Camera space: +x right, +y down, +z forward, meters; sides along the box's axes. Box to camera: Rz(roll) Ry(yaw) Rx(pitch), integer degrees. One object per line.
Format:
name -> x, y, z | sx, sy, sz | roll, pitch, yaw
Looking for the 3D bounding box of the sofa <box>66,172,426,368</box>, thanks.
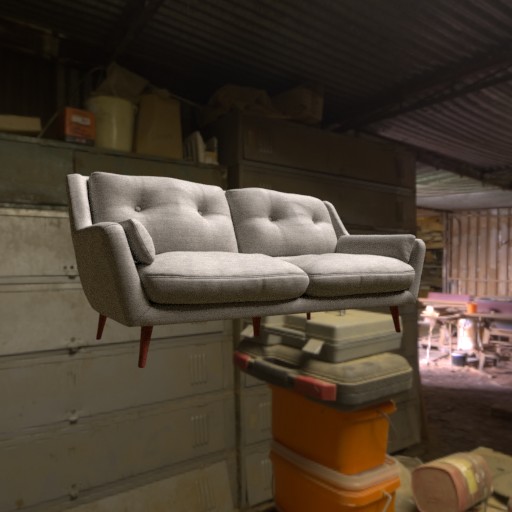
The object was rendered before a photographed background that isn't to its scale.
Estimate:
sofa -> 0.000, 0.000, 2.481 | 1.930, 0.897, 0.976 | 1, -1, -35
